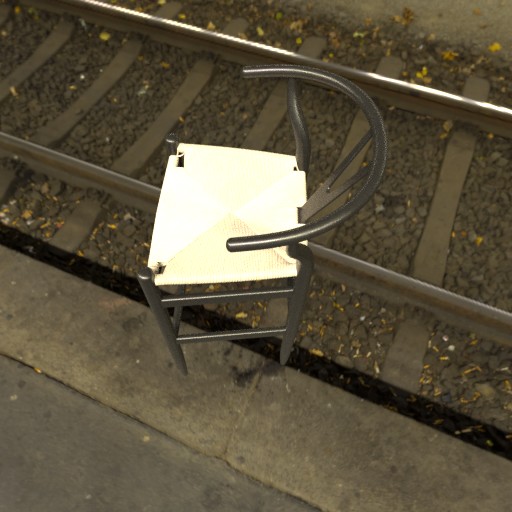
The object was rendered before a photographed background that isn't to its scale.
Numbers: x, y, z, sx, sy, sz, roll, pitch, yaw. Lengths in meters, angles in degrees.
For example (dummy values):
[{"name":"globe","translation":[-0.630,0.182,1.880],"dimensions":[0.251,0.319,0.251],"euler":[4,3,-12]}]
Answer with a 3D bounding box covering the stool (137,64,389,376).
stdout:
[{"name":"stool","translation":[0.000,0.000,1.427],"dimensions":[0.579,1.072,0.569],"euler":[2,59,1]}]
